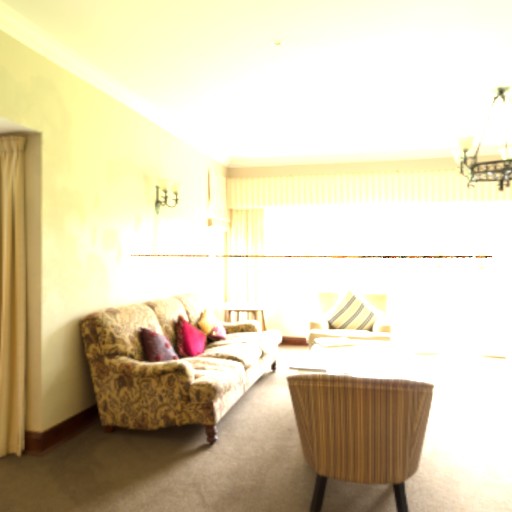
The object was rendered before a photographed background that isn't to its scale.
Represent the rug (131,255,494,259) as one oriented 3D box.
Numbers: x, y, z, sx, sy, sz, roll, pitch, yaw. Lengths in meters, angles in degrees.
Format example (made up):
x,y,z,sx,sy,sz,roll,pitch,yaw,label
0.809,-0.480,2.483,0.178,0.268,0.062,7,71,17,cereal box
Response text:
x,y,z,sx,sy,sz,roll,pitch,yaw,label
0.000,0.000,2.884,0.763,0.015,2.682,0,0,-35,rug
